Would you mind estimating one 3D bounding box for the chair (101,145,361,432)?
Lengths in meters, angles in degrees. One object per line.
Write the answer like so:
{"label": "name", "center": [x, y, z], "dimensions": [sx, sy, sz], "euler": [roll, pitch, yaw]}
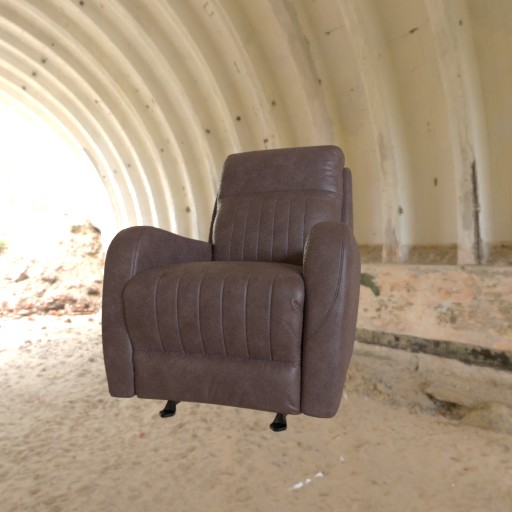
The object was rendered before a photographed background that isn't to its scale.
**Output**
{"label": "chair", "center": [0.000, 0.000, 1.844], "dimensions": [0.865, 1.067, 1.067], "euler": [0, 0, 17]}
